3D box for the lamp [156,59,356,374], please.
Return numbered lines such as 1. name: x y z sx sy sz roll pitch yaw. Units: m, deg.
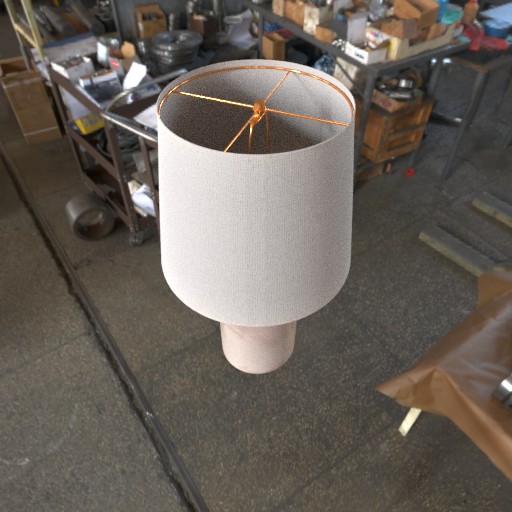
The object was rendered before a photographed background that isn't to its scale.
1. lamp: 0.000 0.000 0.457 0.189 0.340 0.189 0 46 0
